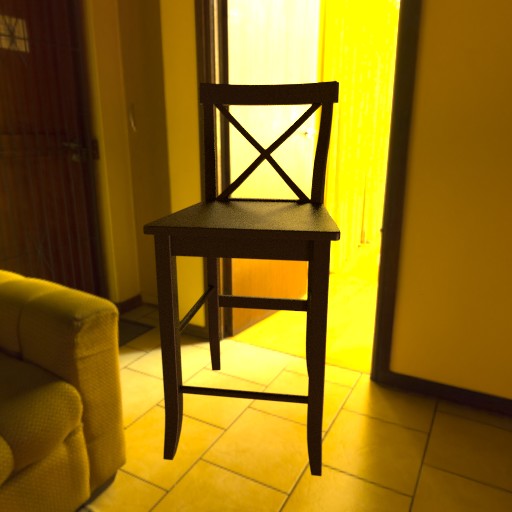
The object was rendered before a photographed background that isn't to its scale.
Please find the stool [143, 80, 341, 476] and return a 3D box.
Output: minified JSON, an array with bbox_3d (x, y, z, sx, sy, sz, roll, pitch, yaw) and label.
[{"bbox_3d":[0.000,0.000,1.285,0.452,0.989,0.559,2,16,8],"label":"stool"}]
